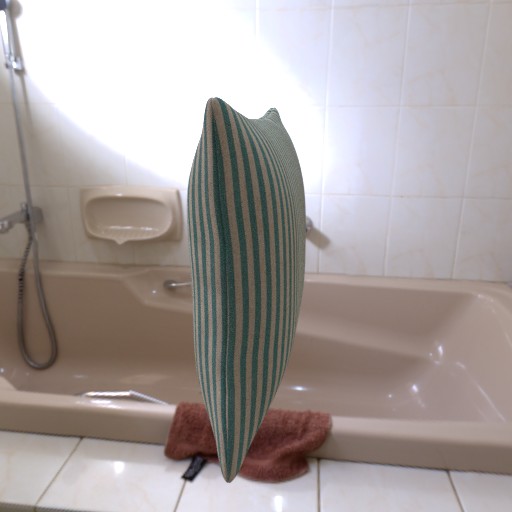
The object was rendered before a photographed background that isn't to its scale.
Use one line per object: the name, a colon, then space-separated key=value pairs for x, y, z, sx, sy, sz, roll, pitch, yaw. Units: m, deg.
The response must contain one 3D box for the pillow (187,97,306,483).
pillow: x=0.000 y=0.000 z=0.783 sx=0.166 sy=0.510 sz=0.523 roll=3 pitch=17 yaw=9
